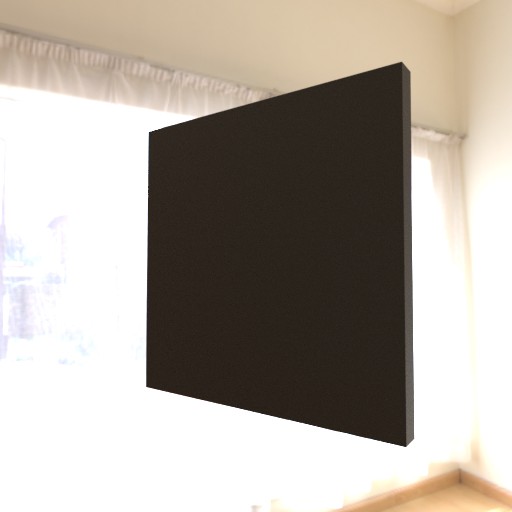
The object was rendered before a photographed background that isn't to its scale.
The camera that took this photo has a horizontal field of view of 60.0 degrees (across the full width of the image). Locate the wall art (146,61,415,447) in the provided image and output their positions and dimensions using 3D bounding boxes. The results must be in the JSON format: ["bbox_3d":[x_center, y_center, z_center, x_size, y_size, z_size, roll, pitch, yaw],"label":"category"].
[{"bbox_3d":[0.000,0.000,0.745,0.507,0.507,0.038,-1,-2,36],"label":"wall art"}]
